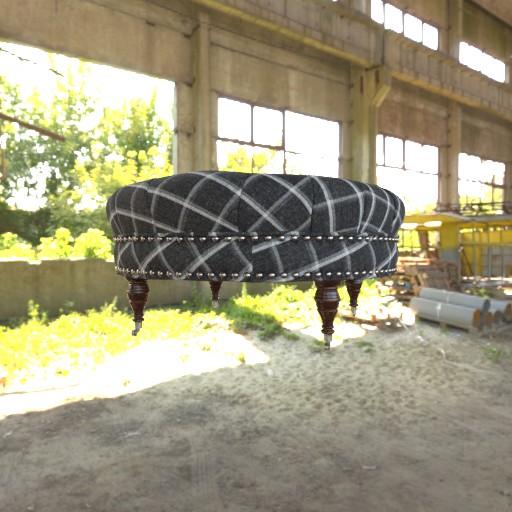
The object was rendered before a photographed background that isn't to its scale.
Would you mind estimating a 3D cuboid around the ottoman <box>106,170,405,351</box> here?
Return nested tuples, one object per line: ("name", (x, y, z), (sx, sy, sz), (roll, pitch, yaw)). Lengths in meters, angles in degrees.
("ottoman", (0.000, 0.000, 1.397), (0.901, 0.439, 0.901), (0, 1, 0))
